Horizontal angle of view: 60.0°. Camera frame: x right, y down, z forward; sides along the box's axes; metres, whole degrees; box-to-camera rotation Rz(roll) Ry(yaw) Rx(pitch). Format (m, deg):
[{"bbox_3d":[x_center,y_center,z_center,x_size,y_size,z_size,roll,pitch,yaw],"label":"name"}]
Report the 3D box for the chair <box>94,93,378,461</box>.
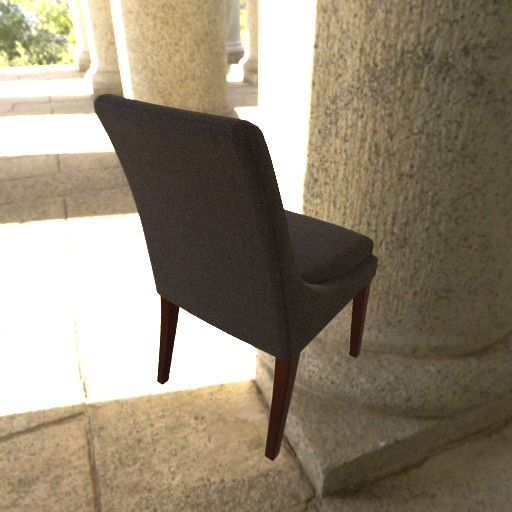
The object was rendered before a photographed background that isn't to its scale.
[{"bbox_3d":[0.000,0.000,1.307,0.508,0.952,0.655,21,37,32],"label":"chair"}]
